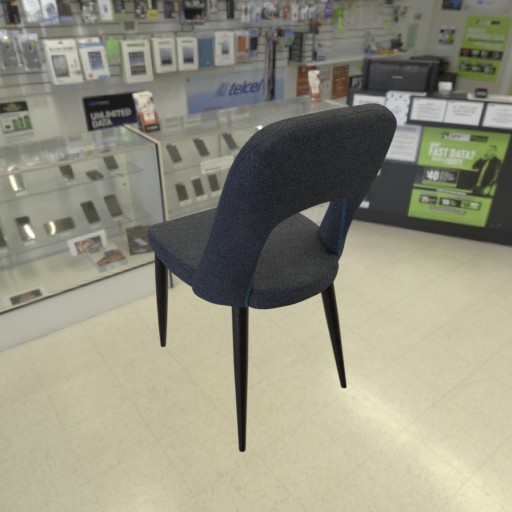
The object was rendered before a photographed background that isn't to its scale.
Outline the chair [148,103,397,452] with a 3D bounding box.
[{"bbox_3d":[0.000,0.000,1.288,0.470,0.931,0.612,-20,36,-29],"label":"chair"}]
